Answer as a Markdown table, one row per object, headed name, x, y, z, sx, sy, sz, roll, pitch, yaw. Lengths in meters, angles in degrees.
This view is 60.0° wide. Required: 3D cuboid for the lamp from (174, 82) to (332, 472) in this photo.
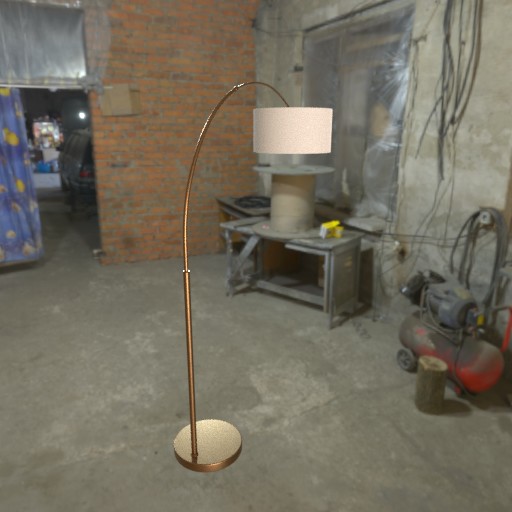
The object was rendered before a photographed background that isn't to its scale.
| name | x | y | z | sx | sy | sz | roll | pitch | yaw |
| --- | --- | --- | --- | --- | --- | --- | --- | --- | --- |
| lamp | 0.000 | 0.000 | 2.618 | 0.493 | 1.927 | 1.434 | 9 | 18 | 28 |
